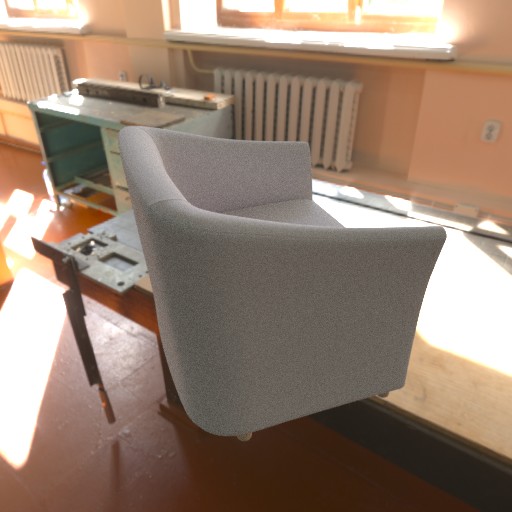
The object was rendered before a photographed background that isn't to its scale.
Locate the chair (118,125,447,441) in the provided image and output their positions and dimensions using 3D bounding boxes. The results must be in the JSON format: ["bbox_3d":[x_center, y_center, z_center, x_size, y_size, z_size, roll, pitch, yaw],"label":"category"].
[{"bbox_3d":[0.000,0.000,1.364,0.700,0.720,0.790,-10,32,-17],"label":"chair"}]
